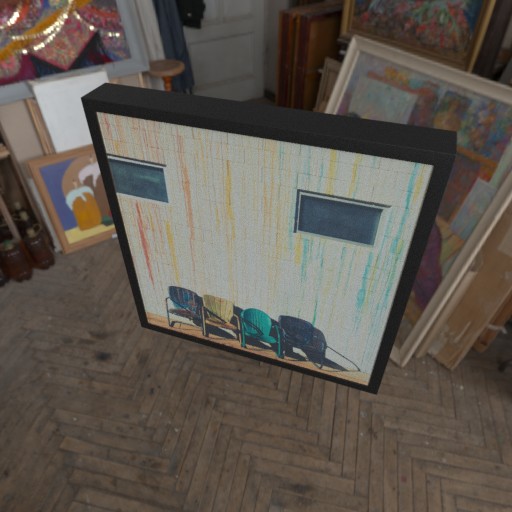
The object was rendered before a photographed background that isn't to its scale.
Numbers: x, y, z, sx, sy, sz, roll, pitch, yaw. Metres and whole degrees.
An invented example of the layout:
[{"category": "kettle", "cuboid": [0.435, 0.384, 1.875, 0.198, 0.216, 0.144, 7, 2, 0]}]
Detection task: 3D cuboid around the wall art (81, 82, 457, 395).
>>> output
[{"category": "wall art", "cuboid": [0.000, 0.000, 0.454, 0.304, 0.304, 0.038, 13, 43, 14]}]
